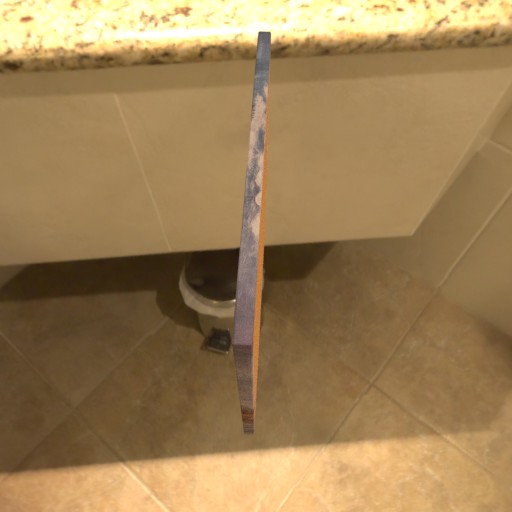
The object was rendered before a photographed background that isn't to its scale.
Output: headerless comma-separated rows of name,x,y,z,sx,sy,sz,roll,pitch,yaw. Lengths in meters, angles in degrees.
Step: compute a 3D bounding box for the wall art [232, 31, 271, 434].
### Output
wall art,0.000,0.000,1.359,0.035,0.897,0.888,3,59,2
